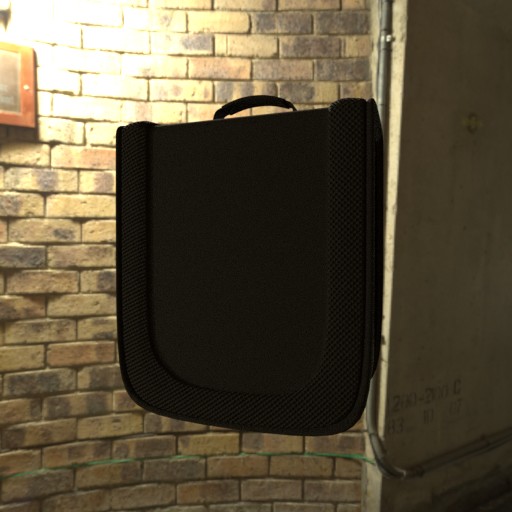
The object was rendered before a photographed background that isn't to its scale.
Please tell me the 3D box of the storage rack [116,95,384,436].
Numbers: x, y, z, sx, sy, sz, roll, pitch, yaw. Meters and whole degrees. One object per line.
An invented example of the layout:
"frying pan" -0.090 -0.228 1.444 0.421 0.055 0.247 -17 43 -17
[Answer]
"storage rack" 0.000 0.000 0.552 0.297 0.387 0.168 0 0 19
